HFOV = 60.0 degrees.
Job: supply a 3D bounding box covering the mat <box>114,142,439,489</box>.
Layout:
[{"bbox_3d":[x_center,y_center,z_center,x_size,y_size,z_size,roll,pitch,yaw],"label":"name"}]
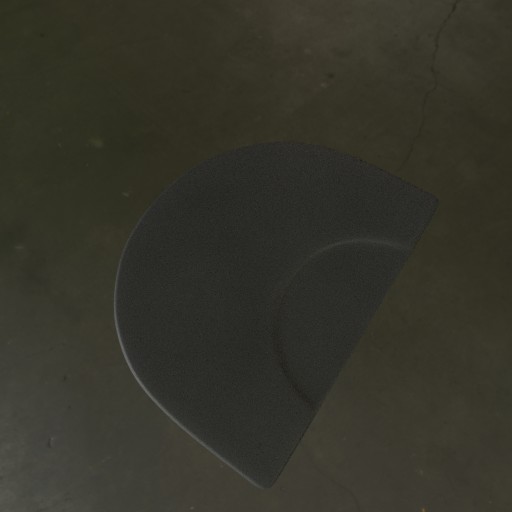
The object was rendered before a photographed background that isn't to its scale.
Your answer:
[{"bbox_3d":[0.000,0.000,1.602,0.917,0.016,1.220,31,67,15],"label":"mat"}]
